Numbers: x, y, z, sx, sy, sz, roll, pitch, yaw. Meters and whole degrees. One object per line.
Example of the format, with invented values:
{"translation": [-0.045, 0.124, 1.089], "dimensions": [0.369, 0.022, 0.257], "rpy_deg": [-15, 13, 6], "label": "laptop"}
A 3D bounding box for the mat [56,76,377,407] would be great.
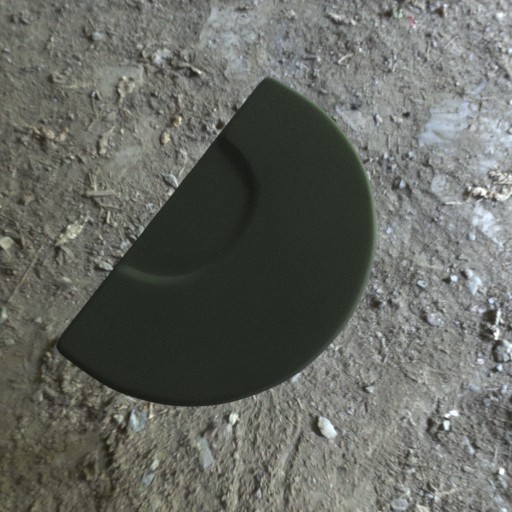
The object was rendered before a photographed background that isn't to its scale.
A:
{"translation": [0.000, 0.000, 1.841], "dimensions": [0.917, 0.022, 1.525], "rpy_deg": [33, 77, 8], "label": "mat"}
